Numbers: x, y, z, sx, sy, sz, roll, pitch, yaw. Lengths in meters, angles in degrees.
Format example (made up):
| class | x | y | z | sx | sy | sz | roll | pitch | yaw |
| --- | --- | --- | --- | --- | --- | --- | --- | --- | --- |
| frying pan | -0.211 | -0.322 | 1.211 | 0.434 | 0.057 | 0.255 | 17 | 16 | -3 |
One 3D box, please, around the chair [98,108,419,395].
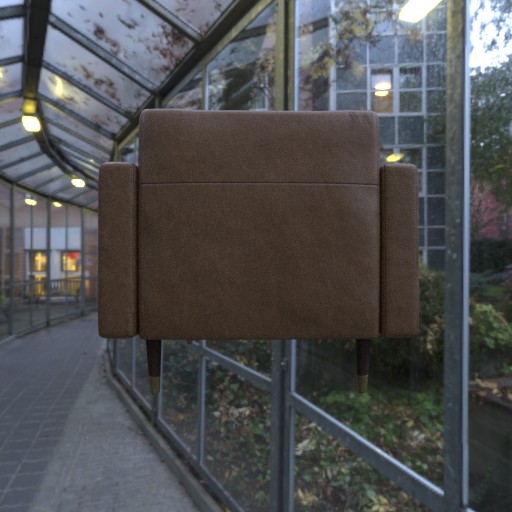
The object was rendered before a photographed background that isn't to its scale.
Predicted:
| class | x | y | z | sx | sy | sz | roll | pitch | yaw |
| --- | --- | --- | --- | --- | --- | --- | --- | --- | --- |
| chair | 0.000 | 0.000 | 1.703 | 0.953 | 0.819 | 0.998 | 0 | -1 | -1 |
